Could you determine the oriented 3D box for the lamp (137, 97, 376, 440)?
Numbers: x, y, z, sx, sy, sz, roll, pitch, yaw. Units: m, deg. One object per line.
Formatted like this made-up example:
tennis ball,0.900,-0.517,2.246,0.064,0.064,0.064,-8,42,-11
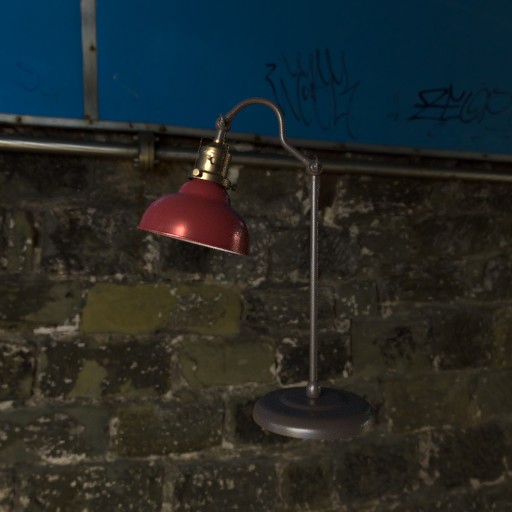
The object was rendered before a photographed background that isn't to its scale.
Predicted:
lamp,0.000,0.000,0.707,0.374,0.508,0.192,0,-1,-1
